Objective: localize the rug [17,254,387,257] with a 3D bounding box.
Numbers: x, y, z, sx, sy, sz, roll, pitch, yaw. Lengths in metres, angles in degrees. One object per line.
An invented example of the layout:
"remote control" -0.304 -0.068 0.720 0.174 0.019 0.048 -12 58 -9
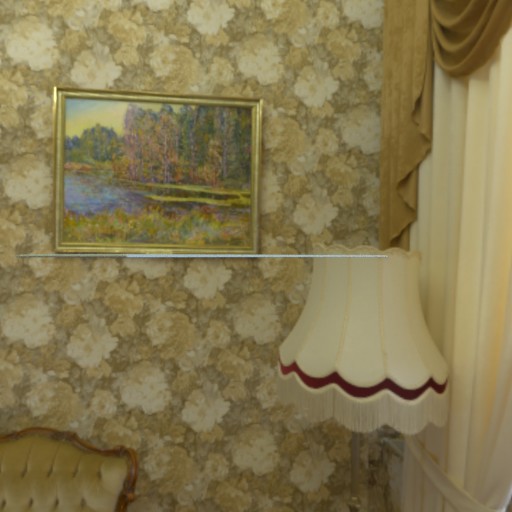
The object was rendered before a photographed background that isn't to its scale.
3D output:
"rug" 0.000 0.000 2.381 0.662 0.011 2.196 0 0 36
